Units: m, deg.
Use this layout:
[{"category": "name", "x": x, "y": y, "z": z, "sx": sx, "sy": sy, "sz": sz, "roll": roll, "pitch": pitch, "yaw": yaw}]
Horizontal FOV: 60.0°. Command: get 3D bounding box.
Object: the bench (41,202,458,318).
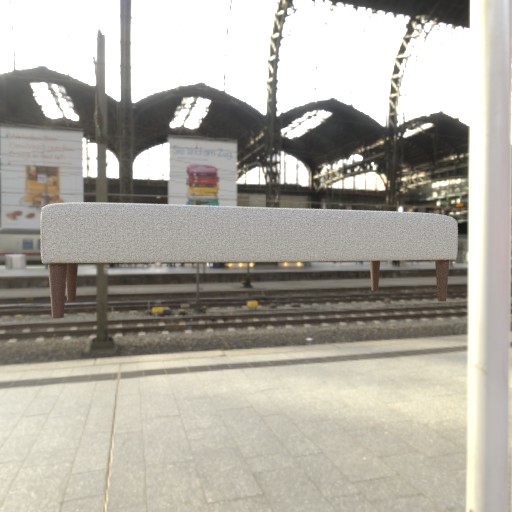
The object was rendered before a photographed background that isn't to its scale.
[{"category": "bench", "x": 0.000, "y": 0.000, "z": 1.892, "sx": 1.598, "sy": 0.383, "sz": 0.631, "roll": 0, "pitch": 1, "yaw": -18}]
